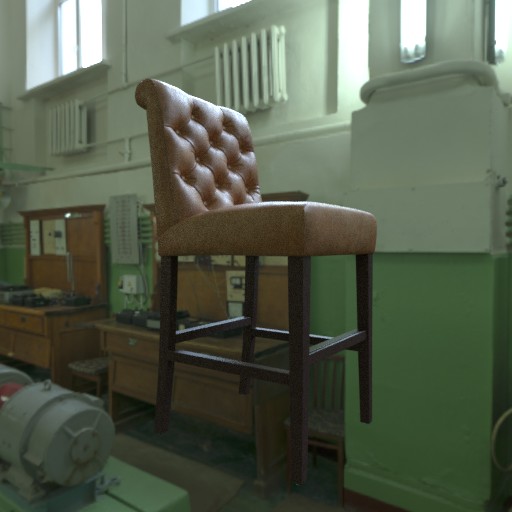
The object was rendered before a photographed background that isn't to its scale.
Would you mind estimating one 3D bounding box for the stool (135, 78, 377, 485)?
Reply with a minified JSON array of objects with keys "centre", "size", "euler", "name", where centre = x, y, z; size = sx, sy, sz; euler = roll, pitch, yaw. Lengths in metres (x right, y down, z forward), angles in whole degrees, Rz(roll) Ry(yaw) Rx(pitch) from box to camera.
[{"centre":[0.000,0.000,1.354],"size":[0.601,1.047,0.493],"euler":[1,2,35],"name":"stool"}]
